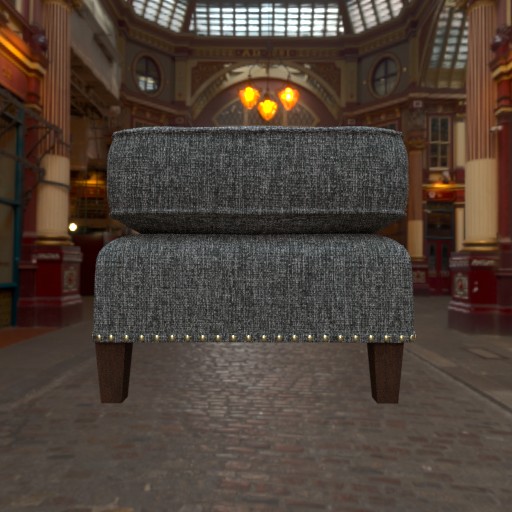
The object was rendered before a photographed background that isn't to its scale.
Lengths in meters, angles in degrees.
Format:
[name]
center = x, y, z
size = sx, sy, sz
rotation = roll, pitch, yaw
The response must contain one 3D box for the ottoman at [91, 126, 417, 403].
[ottoman]
center = 0.000, 0.000, 1.139
size = 0.589, 0.537, 0.738
rotation = 0, -1, 0
